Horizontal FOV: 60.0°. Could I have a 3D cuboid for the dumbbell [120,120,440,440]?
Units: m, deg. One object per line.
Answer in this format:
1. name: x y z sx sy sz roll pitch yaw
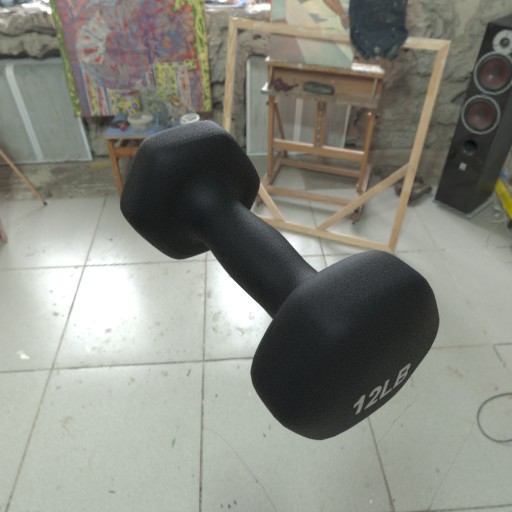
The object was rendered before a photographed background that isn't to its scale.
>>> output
1. dumbbell: 0.000 0.000 0.290 0.112 0.101 0.231 -24 47 -24
